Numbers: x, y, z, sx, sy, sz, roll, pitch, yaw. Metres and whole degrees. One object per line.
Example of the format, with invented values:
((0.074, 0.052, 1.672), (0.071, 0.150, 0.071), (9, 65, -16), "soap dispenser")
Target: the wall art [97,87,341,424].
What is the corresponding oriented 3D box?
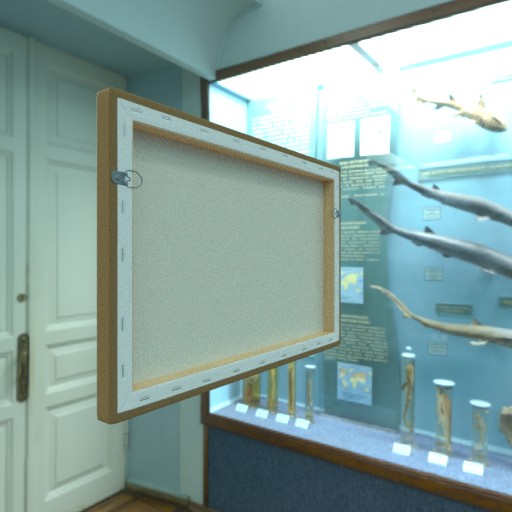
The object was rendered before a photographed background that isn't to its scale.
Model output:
((0.000, 0.000, 0.486), (0.019, 0.254, 0.380), (0, 0, 37), "wall art")
